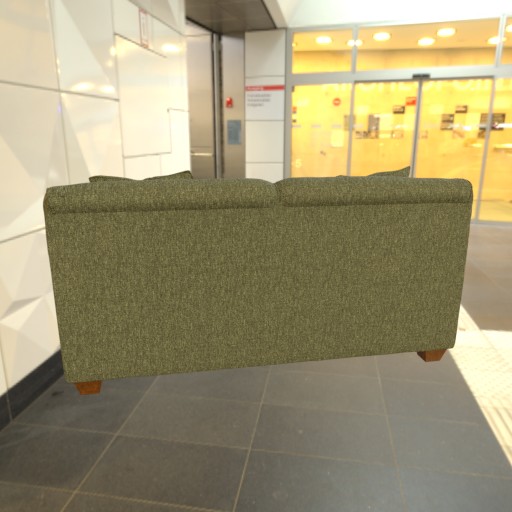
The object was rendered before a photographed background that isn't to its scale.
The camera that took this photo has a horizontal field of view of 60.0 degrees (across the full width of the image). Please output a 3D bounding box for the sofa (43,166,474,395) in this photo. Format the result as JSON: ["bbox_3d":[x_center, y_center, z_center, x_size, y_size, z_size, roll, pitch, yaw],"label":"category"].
[{"bbox_3d":[0.000,0.000,2.394,1.846,0.958,0.998,-3,16,-10],"label":"sofa"}]
